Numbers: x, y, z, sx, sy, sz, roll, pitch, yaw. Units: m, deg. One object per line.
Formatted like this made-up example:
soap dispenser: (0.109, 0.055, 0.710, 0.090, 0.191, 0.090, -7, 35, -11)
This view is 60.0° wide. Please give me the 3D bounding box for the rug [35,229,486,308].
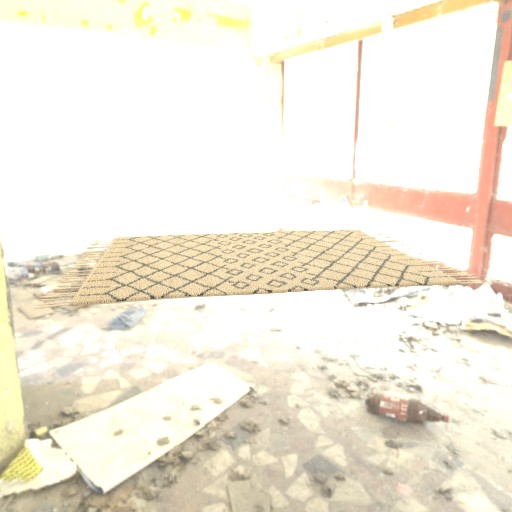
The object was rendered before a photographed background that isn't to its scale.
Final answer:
rug: (0.000, 0.000, 3.246, 2.615, 0.029, 1.664, -2, 15, -9)
